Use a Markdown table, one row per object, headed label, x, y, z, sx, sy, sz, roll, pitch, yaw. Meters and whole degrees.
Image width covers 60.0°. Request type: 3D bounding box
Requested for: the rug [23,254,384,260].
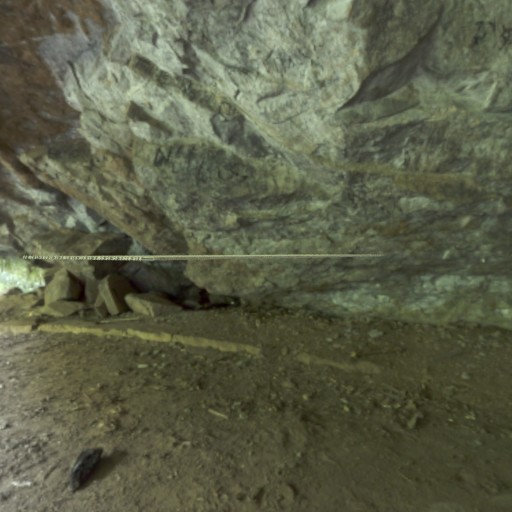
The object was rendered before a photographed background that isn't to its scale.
| label | x | y | z | sx | sy | sz | roll | pitch | yaw |
| --- | --- | --- | --- | --- | --- | --- | --- | --- | --- |
| rug | 0.000 | 0.000 | 2.813 | 0.795 | 0.015 | 2.544 | 0 | 0 | 35 |
